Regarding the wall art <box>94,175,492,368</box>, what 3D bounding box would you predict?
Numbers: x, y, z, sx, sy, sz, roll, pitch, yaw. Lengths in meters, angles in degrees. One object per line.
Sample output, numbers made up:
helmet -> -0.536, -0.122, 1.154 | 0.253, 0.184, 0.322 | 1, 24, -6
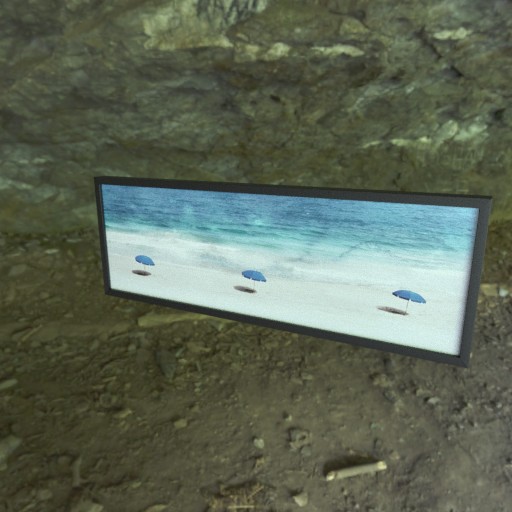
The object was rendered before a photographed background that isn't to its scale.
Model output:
wall art -> 0.000, 0.000, 0.948 | 0.860, 0.303, 0.037 | 7, 17, 25
